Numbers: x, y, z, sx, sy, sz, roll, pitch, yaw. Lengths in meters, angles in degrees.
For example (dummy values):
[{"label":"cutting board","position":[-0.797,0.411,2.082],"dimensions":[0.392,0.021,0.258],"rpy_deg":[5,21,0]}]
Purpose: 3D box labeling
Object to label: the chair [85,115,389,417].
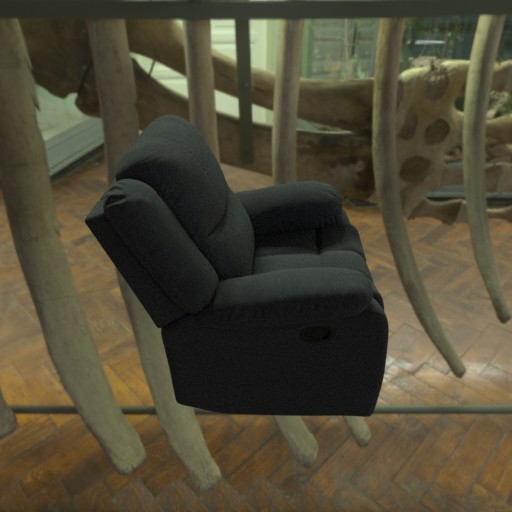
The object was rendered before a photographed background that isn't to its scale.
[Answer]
[{"label":"chair","position":[0.000,0.000,1.745],"dimensions":[0.944,1.008,0.899],"rpy_deg":[1,32,1]}]
